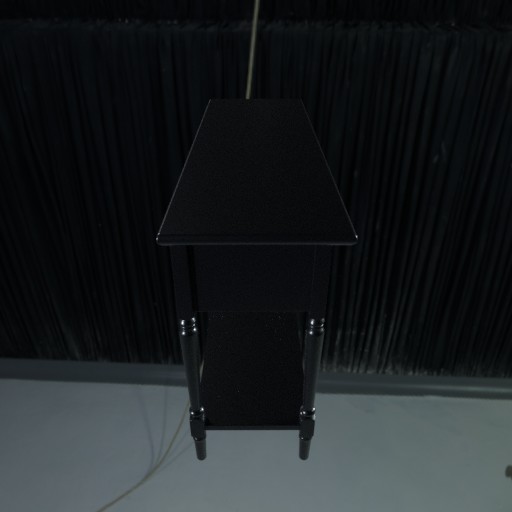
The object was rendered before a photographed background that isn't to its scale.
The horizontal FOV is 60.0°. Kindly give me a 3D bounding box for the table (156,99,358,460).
[{"bbox_3d":[0.000,0.000,1.562,0.386,0.819,1.191,0,31,0],"label":"table"}]
